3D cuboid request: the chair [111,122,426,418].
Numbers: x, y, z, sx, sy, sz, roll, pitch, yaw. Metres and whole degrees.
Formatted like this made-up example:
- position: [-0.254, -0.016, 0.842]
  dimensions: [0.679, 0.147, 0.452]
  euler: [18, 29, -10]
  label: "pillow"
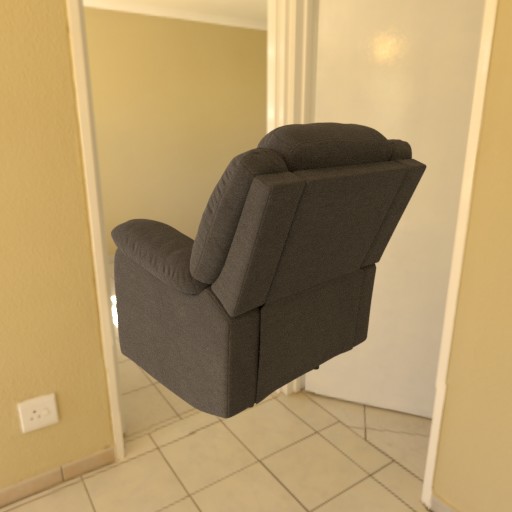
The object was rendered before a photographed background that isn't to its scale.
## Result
- position: [0.000, 0.000, 1.746]
  dimensions: [0.899, 1.008, 0.944]
  euler: [-15, 23, -41]
  label: "chair"
